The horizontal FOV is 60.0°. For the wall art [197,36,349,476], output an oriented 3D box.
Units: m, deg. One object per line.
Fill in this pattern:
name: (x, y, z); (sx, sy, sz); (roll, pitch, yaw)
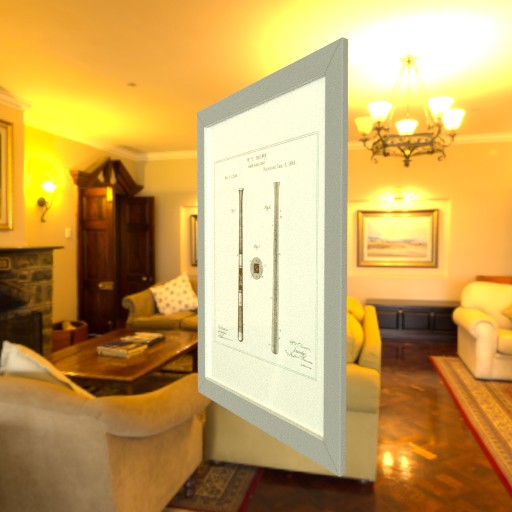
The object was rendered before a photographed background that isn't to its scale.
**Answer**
wall art: (0.000, 0.000, 0.688); (0.012, 0.529, 0.374); (-1, 2, -35)
